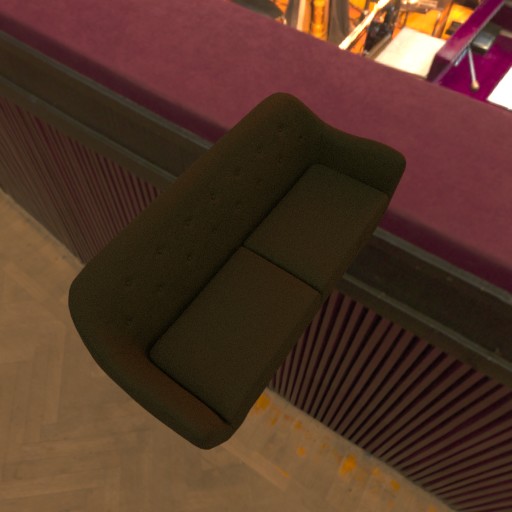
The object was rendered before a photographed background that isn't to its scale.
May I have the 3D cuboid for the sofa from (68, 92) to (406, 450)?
[{"bbox_3d":[0.000,0.000,2.324,0.820,0.836,1.840,31,62,18],"label":"sofa"}]
